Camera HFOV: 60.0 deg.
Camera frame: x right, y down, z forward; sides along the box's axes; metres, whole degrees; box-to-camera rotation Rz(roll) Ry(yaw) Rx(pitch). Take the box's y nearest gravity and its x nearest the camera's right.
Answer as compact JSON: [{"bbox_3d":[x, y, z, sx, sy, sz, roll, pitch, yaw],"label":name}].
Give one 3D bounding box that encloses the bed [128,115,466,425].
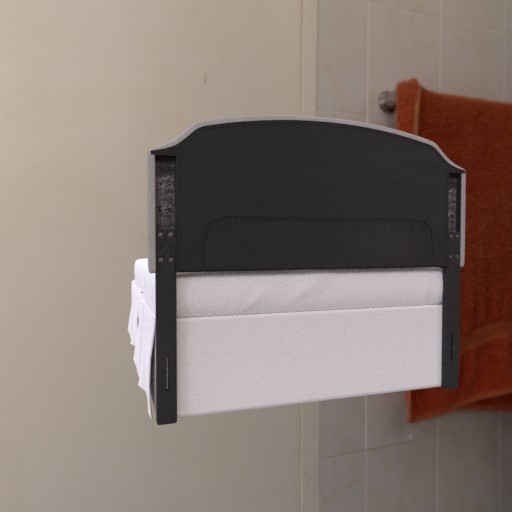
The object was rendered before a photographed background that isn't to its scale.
[{"bbox_3d":[0.000,0.000,2.897,1.558,1.270,1.999,-1,2,-18],"label":"bed"}]
